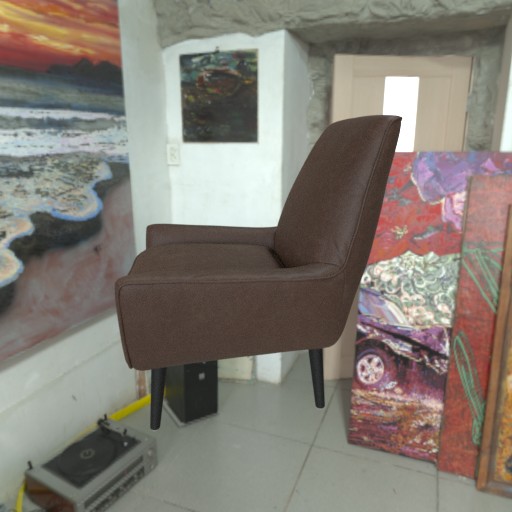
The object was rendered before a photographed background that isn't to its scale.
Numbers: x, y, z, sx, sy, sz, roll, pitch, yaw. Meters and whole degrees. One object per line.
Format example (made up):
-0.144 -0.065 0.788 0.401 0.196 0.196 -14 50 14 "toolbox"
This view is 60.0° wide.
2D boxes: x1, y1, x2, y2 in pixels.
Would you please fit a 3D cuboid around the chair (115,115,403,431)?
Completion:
0.000 0.000 1.478 0.824 0.888 0.787 -2 14 -7 "chair"
